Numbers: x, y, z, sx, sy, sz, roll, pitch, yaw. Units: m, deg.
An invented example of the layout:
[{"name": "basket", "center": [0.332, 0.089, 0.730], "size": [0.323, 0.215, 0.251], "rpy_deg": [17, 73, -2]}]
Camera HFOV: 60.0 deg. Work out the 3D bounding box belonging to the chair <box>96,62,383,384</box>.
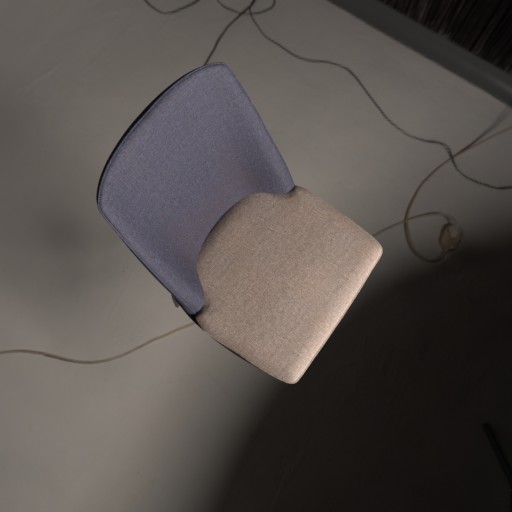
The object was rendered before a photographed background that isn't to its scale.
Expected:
[{"name": "chair", "center": [0.000, 0.000, 1.183], "size": [0.551, 0.839, 0.480], "rpy_deg": [35, 77, 9]}]
